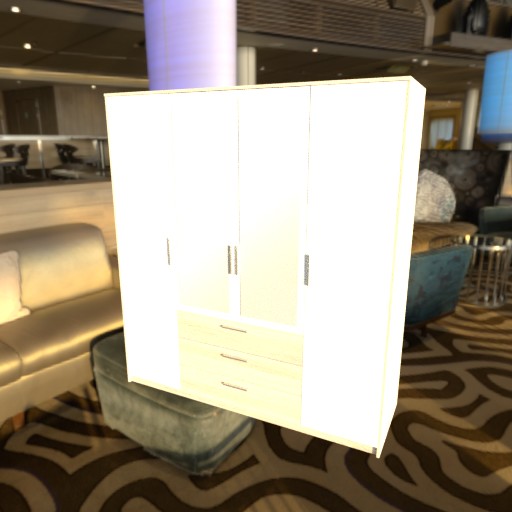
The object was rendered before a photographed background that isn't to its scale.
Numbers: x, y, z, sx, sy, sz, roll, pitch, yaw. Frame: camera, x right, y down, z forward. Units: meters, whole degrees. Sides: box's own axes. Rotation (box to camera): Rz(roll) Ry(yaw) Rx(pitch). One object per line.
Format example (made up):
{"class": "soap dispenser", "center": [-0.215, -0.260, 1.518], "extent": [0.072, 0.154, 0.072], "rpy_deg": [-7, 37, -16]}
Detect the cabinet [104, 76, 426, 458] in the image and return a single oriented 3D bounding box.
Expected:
{"class": "cabinet", "center": [0.000, 0.000, 2.944], "extent": [1.870, 2.060, 0.620], "rpy_deg": [7, 16, 25]}
